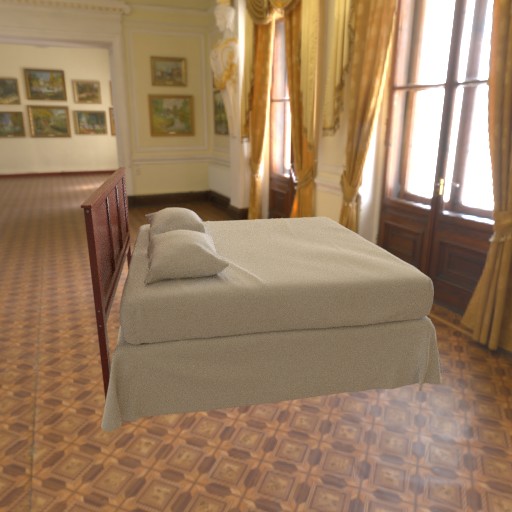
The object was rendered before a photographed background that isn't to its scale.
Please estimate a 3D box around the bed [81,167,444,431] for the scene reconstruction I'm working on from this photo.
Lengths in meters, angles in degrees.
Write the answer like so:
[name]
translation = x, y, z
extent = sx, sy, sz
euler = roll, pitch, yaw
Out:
[bed]
translation = 0.000, 0.000, 3.578
extent = 2.219, 1.271, 2.314
euler = -3, 17, -11
